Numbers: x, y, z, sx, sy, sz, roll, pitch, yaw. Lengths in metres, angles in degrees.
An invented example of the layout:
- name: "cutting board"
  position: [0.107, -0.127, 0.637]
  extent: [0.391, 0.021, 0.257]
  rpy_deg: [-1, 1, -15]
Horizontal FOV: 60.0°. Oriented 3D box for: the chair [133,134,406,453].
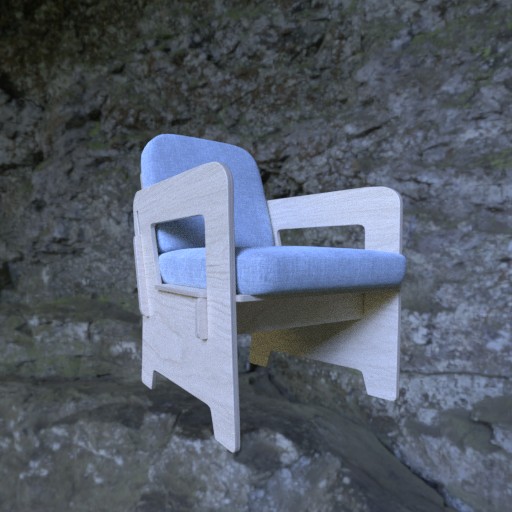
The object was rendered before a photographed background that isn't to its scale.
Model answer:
- name: "chair"
  position: [0.000, 0.000, 1.289]
  extent: [0.590, 0.800, 0.710]
  rpy_deg: [0, 0, -37]
